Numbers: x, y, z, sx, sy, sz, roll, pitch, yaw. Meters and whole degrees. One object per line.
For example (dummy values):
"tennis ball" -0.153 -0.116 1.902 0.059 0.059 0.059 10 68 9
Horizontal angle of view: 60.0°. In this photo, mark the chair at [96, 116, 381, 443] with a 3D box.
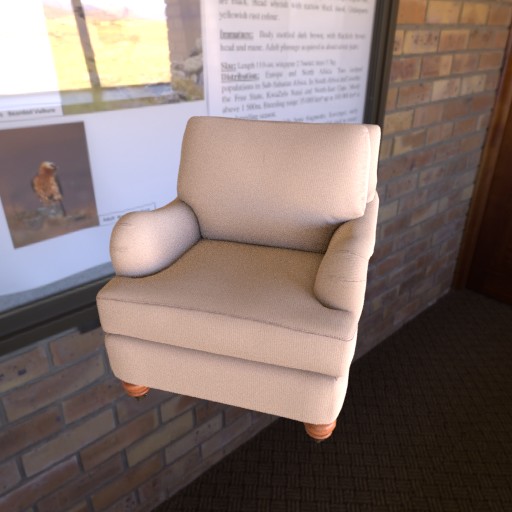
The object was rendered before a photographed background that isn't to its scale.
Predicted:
"chair" 0.000 0.000 1.885 0.955 1.038 1.070 7 28 14
